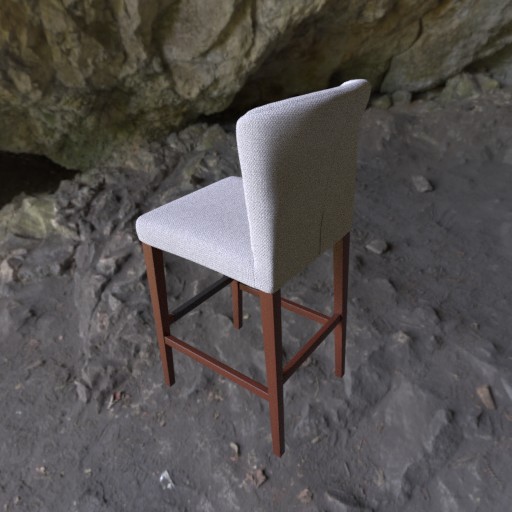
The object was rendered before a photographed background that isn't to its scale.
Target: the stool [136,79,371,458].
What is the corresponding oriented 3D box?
[{"bbox_3d":[0.000,0.000,1.392,0.568,1.069,0.481,20,36,31],"label":"stool"}]
